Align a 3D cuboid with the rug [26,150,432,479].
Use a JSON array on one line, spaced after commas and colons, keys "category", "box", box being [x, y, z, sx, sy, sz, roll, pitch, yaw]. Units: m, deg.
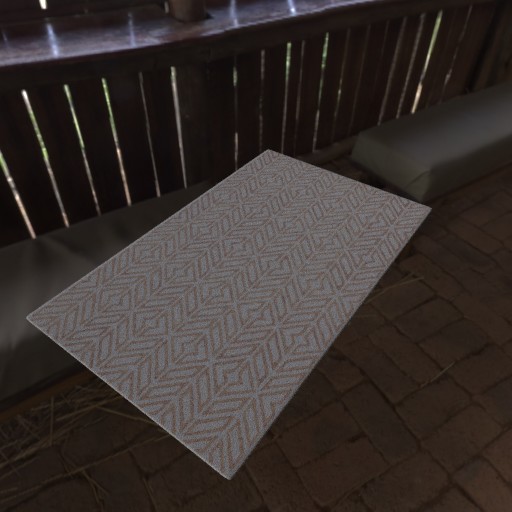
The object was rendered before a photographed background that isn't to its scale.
[{"category": "rug", "box": [0.000, 0.000, 2.956, 1.523, 0.008, 2.438, 26, 49, 26]}]
